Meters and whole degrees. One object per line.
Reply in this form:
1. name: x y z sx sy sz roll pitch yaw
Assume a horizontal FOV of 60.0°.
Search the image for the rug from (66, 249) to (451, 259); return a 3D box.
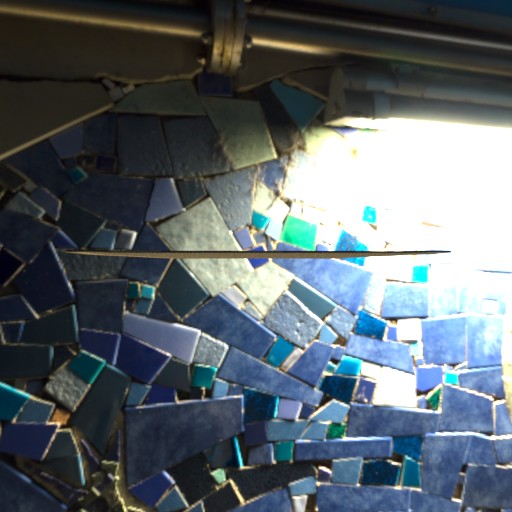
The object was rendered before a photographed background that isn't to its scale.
1. rug: 0.000 0.000 2.069 1.072 0.013 1.698 0 -1 -1
